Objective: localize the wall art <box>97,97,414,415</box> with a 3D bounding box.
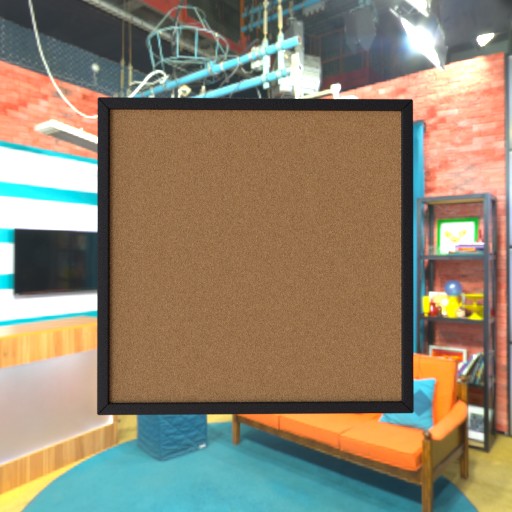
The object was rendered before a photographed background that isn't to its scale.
[{"bbox_3d":[0.000,0.000,0.445,0.305,0.305,0.037,0,0,-1],"label":"wall art"}]
